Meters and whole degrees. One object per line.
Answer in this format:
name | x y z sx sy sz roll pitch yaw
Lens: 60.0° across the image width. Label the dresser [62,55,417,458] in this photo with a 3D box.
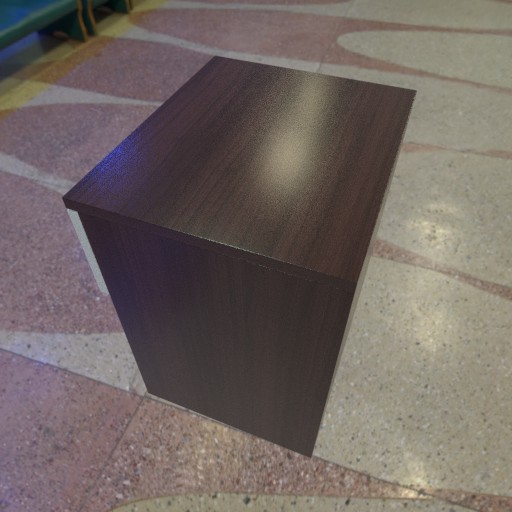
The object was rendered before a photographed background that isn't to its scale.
dresser | 0.000 0.000 0.753 0.360 0.470 0.400 16 49 15
